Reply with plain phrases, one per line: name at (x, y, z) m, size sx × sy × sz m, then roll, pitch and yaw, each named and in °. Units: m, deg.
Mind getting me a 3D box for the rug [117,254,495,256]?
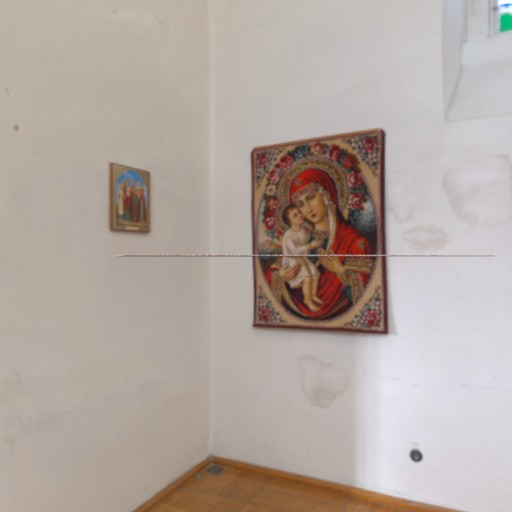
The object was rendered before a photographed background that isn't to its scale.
rug at (0.000, 0.000, 4.098) m, size 2.442 × 0.008 × 3.046 m, roll 0°, pitch 0°, yaw -18°
